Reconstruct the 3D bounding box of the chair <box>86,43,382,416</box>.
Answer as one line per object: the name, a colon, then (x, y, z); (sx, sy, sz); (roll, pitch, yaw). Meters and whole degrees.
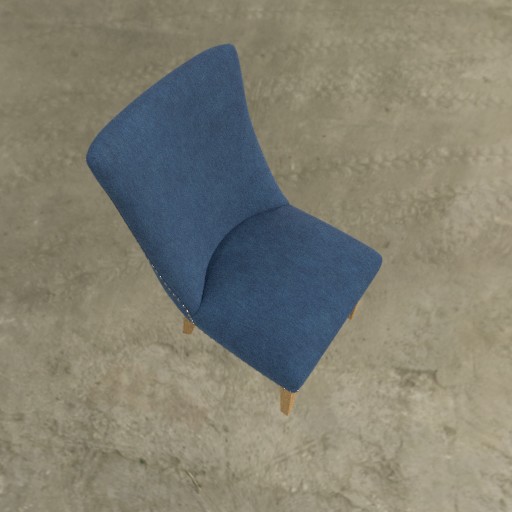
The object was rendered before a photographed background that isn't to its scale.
chair: (0.000, 0.000, 1.276); (0.610, 0.902, 0.495); (32, 64, 18)
